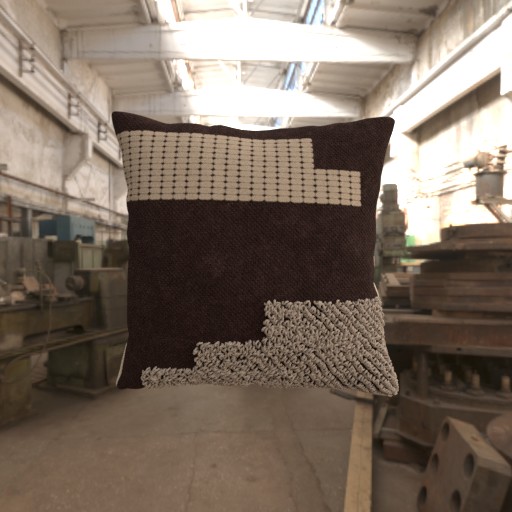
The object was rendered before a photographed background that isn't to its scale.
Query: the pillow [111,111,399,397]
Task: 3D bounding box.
[{"bbox_3d":[0.000,0.000,0.739,0.475,0.473,0.178,0,1,-1],"label":"pillow"}]
